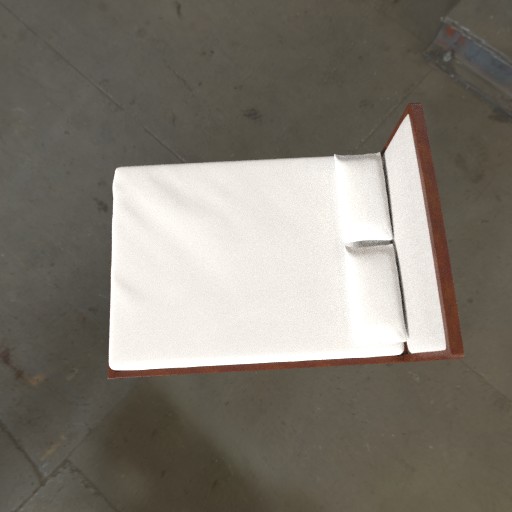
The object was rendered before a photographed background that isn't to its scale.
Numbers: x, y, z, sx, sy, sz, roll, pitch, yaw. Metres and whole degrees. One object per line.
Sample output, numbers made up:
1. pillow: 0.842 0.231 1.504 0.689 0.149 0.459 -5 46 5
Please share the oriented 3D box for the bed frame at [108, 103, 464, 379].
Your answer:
1. bed frame: 0.000 0.000 3.169 2.171 1.279 1.587 -3 75 -1
